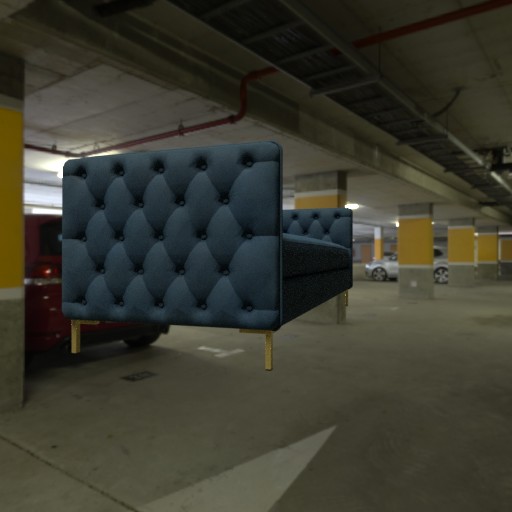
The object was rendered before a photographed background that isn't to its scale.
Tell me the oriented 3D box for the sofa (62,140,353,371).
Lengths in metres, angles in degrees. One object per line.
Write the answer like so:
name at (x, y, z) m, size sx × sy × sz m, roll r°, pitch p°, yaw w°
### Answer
sofa at (0.000, 0.000, 2.599) m, size 0.895 × 0.771 × 2.209 m, roll 0°, pitch 0°, yaw 19°
